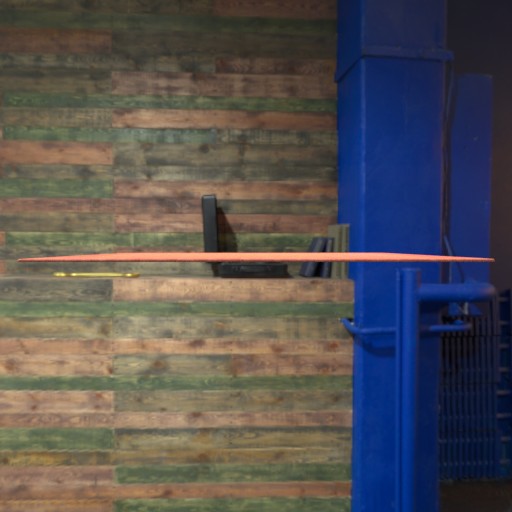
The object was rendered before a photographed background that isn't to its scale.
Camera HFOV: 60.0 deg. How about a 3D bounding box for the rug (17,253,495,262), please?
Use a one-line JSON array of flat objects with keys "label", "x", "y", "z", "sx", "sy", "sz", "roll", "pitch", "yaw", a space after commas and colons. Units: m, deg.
[{"label": "rug", "x": 0.000, "y": 0.000, "z": 3.936, "sx": 2.976, "sy": 0.018, "sz": 2.430, "roll": 0, "pitch": 1, "yaw": -1}]
